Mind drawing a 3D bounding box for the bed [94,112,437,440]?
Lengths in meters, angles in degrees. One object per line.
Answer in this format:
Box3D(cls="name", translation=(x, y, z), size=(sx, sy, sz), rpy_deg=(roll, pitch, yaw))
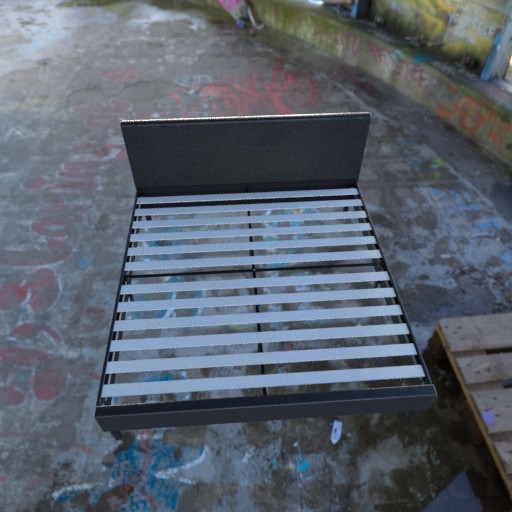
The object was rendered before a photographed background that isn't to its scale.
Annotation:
Box3D(cls="bed", translation=(0.000, 0.000, 3.223), size=(2.018, 1.046, 2.152), rpy_deg=(-3, 46, -3))
